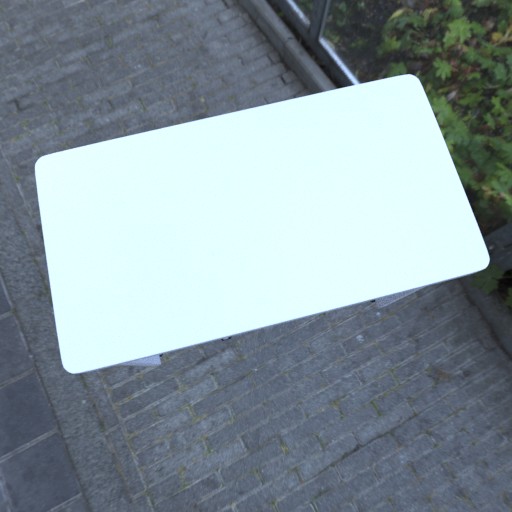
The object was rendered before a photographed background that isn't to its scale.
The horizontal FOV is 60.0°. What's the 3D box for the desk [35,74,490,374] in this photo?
[{"bbox_3d":[0.000,0.000,1.295,0.877,0.763,0.475,-14,76,-3],"label":"desk"}]
